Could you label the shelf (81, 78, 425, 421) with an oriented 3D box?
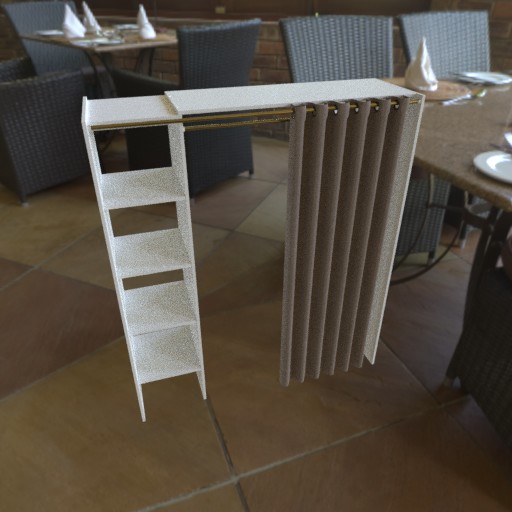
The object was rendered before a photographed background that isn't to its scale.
[{"bbox_3d":[0.000,0.000,2.625,1.600,1.820,0.500,-9,33,-15],"label":"shelf"}]
